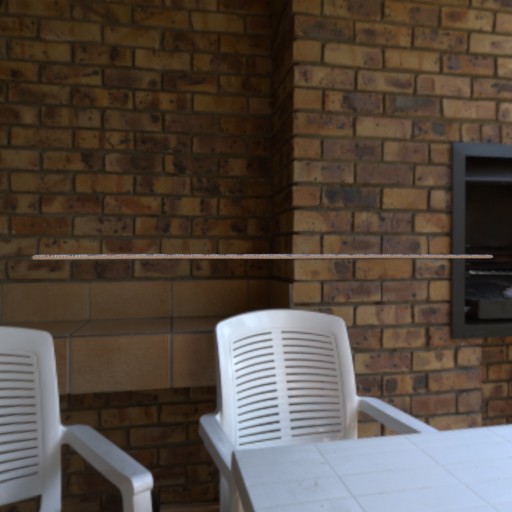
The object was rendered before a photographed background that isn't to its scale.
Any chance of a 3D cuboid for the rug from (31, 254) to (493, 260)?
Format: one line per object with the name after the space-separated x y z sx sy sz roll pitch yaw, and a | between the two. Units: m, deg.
0.000 0.000 2.972 2.464 0.023 1.521 0 0 -17 | rug
